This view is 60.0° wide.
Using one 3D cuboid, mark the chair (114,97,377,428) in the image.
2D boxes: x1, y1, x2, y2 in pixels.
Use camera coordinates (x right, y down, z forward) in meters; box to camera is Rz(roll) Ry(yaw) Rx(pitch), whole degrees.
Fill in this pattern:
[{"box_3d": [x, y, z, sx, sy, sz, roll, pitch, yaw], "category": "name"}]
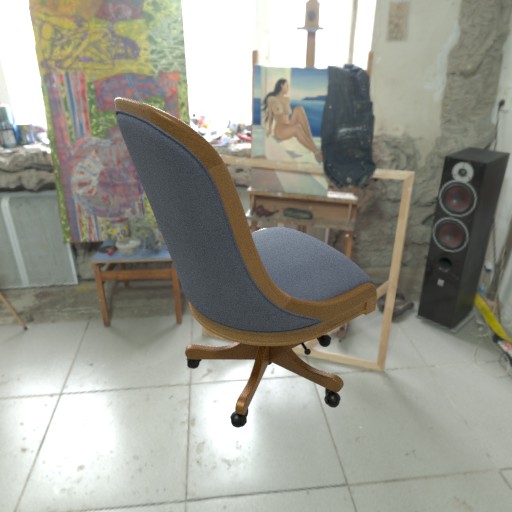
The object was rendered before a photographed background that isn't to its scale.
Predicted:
[{"box_3d": [0.000, 0.000, 1.460, 0.735, 1.031, 0.605, -18, 32, -31], "category": "chair"}]
